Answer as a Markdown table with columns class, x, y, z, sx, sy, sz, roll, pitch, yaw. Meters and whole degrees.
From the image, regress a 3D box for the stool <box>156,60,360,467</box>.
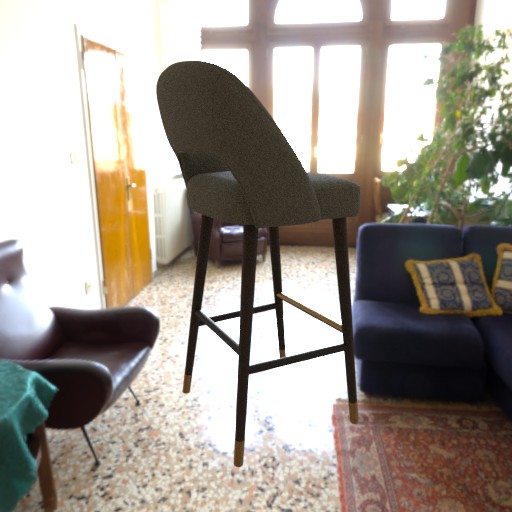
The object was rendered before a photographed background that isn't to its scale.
| class | x | y | z | sx | sy | sz | roll | pitch | yaw |
| --- | --- | --- | --- | --- | --- | --- | --- | --- | --- |
| stool | 0.000 | 0.000 | 1.396 | 0.524 | 1.089 | 0.536 | -8 | 16 | -28 |
